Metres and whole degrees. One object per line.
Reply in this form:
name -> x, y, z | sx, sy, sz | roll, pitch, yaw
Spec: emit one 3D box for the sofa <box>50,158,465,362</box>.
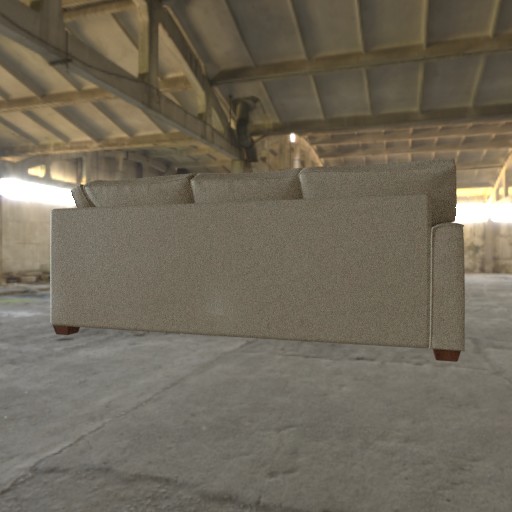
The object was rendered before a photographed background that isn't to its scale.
sofa -> 0.000, 0.000, 2.825 | 2.317, 0.962, 1.061 | 0, 0, 18
